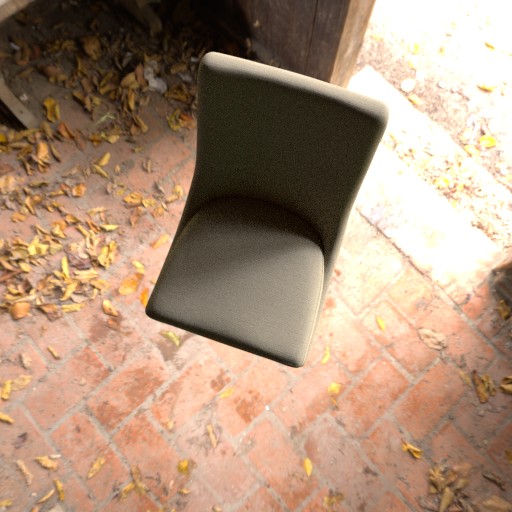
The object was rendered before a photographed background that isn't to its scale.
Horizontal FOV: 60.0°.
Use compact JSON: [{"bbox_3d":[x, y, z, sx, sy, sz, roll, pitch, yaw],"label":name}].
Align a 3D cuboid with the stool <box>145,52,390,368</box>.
[{"bbox_3d":[0.000,0.000,1.378,0.470,1.078,0.577,18,77,4],"label":"stool"}]
